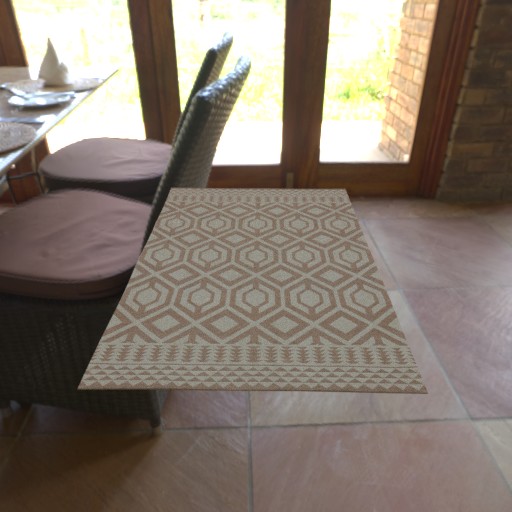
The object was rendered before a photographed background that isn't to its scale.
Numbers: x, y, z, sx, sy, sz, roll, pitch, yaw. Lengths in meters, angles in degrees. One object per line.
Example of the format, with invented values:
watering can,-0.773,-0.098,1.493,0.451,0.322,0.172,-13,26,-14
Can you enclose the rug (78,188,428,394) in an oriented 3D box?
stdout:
rug,0.000,0.000,2.324,1.219,0.008,1.829,0,31,1
